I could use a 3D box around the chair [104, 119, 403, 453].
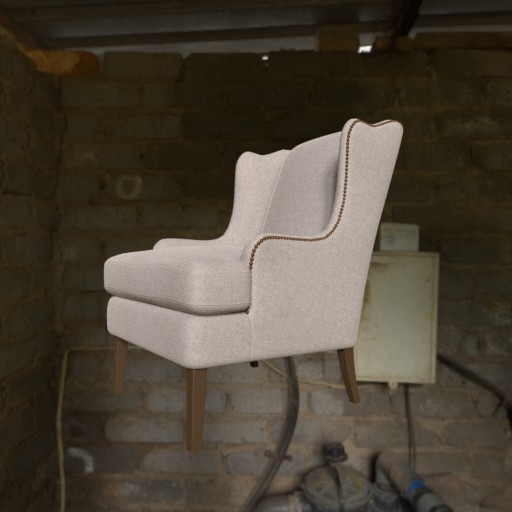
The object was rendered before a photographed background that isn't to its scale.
[{"bbox_3d":[0.000,0.000,1.672,0.940,1.029,0.737,0,1,-36],"label":"chair"}]
